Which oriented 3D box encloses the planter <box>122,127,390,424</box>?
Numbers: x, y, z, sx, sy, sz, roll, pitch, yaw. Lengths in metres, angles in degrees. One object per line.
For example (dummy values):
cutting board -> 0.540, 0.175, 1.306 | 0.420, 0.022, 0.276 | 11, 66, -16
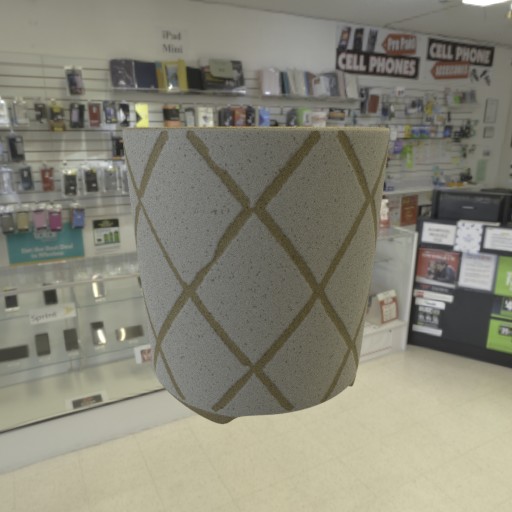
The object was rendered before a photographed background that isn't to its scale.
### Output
planter -> 0.000, 0.000, 0.423 | 0.228, 0.235, 0.228 | 0, 16, 0
